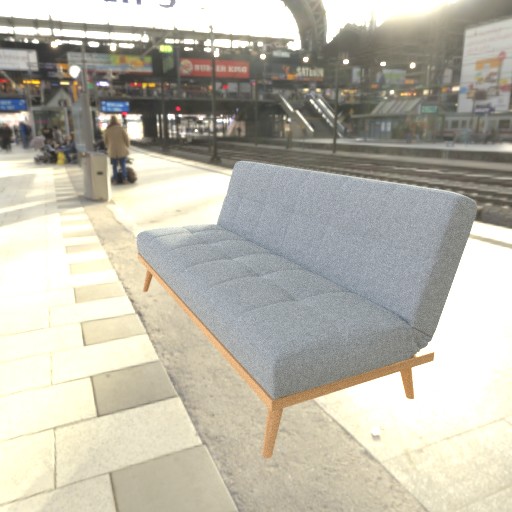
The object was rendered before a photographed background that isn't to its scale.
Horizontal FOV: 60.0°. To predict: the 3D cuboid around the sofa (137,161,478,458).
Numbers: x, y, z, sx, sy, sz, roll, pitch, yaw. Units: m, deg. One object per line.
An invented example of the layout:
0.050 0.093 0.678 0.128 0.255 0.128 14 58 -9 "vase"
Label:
0.000 0.000 2.185 0.800 0.800 1.820 -8 18 -26 "sofa"
